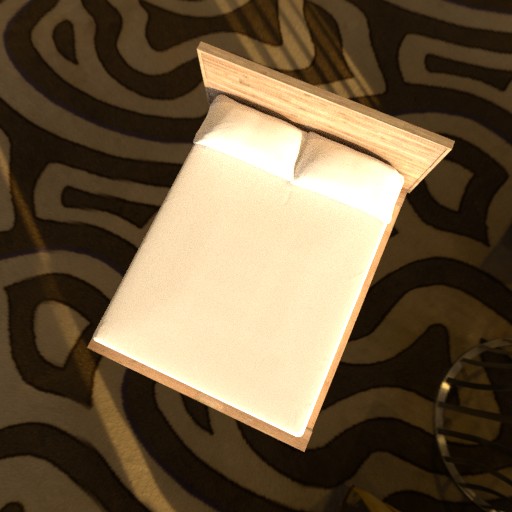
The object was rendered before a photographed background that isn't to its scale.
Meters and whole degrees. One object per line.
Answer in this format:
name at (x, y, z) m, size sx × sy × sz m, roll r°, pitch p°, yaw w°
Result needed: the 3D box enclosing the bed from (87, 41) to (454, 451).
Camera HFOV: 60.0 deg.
bed at (0.000, 0.000, 3.141) m, size 1.759 × 1.071 × 2.145 m, roll 24°, pitch 78°, yaw 5°
